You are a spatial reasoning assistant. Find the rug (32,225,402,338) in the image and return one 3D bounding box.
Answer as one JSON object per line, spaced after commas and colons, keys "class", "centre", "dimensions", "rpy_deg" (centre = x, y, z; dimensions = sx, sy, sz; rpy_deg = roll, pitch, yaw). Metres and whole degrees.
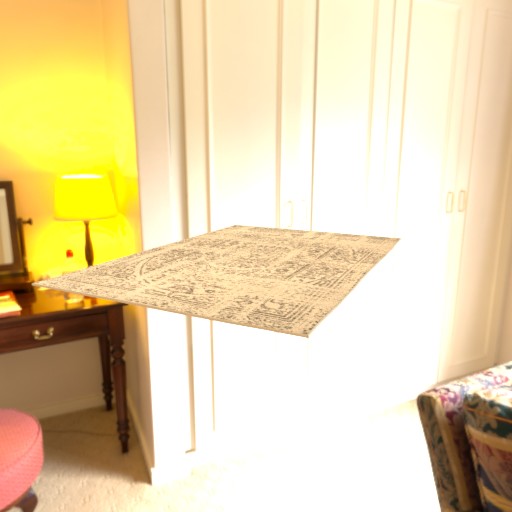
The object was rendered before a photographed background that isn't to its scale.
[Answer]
{"class": "rug", "centre": [0.000, 0.000, 3.257], "dimensions": [1.706, 0.026, 2.438], "rpy_deg": [6, 15, 26]}
